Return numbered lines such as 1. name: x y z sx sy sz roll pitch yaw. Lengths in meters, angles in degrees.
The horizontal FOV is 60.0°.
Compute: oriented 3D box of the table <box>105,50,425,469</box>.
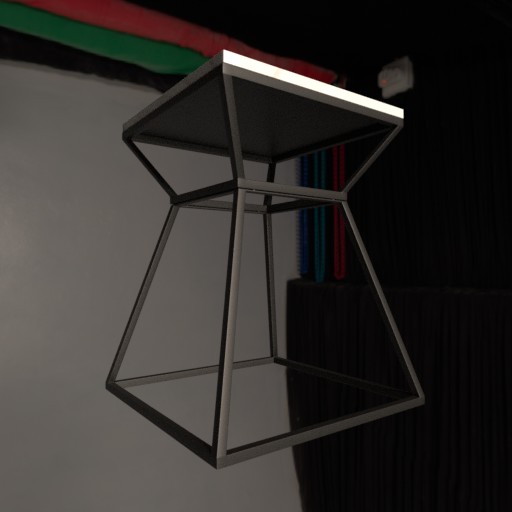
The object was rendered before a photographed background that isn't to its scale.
1. table: 0.000 0.000 0.887 0.455 0.559 0.455 1 -1 -36
